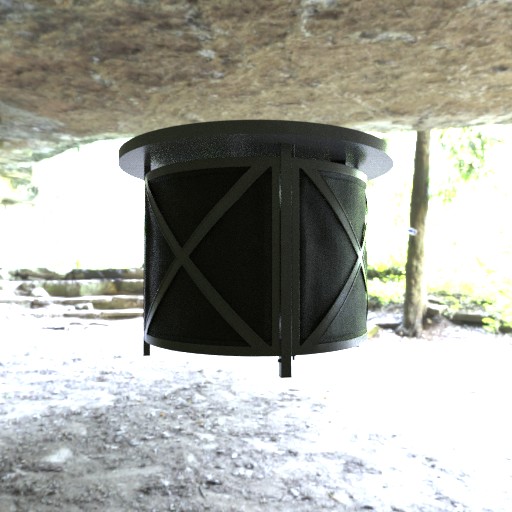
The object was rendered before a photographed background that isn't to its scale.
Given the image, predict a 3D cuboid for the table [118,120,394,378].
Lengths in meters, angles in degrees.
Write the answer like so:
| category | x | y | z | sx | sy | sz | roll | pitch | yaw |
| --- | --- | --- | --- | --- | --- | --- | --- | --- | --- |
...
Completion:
| category | x | y | z | sx | sy | sz | roll | pitch | yaw |
| --- | --- | --- | --- | --- | --- | --- | --- | --- | --- |
| table | 0.000 | 0.000 | 1.532 | 0.914 | 0.650 | 0.914 | 0 | -1 | 0 |
